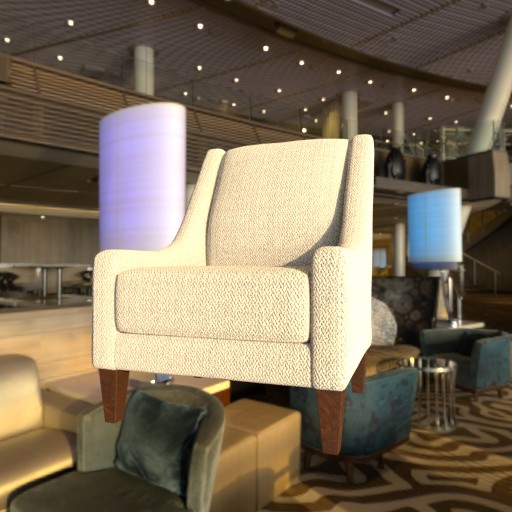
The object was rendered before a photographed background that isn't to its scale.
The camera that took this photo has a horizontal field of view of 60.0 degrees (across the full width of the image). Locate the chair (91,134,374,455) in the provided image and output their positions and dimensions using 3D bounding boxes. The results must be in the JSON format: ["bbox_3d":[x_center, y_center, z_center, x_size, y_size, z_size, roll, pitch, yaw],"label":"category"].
[{"bbox_3d":[0.000,0.000,1.584,0.774,1.014,0.870,0,-1,20],"label":"chair"}]
